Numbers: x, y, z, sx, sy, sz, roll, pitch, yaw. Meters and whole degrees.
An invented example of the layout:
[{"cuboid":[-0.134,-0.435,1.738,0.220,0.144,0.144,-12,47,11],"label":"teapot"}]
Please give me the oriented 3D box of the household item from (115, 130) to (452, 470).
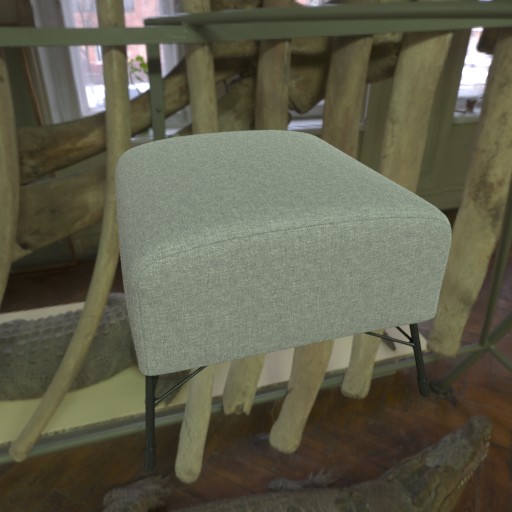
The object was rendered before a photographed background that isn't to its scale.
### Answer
[{"cuboid":[0.000,0.000,0.889,0.530,0.410,0.530,-9,30,-15],"label":"household item"}]
